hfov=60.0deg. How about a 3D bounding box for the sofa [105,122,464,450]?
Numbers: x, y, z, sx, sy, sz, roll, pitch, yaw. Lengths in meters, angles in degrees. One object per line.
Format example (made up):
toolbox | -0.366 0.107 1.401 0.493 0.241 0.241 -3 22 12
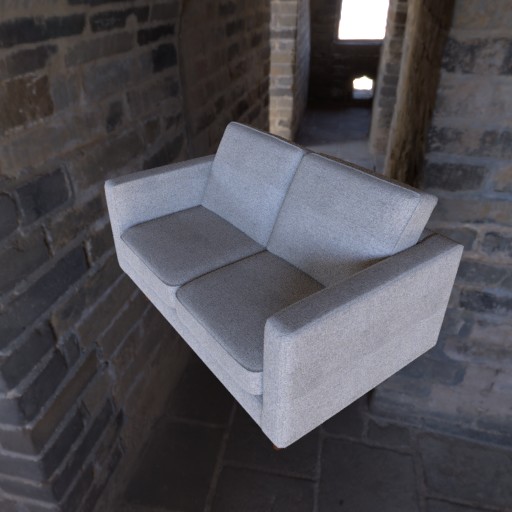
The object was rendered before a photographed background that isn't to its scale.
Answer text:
sofa | 0.000 0.000 2.195 0.969 0.973 1.527 -21 38 -30
